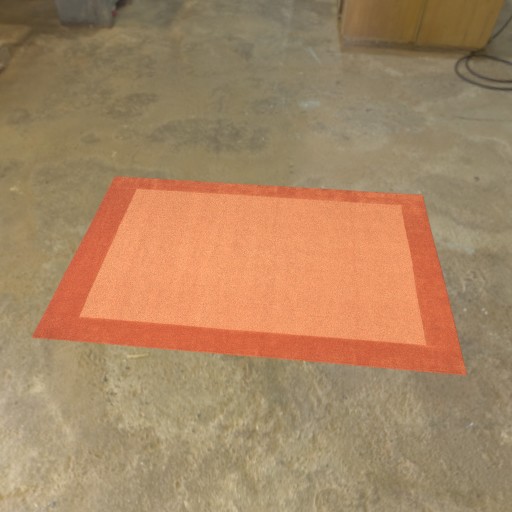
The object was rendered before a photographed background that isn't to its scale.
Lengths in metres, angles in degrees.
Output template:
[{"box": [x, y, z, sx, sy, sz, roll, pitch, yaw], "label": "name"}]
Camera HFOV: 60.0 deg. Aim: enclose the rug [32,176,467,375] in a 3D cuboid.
[{"box": [0.000, 0.000, 2.982, 2.438, 0.014, 1.524, 4, 47, 4], "label": "rug"}]
